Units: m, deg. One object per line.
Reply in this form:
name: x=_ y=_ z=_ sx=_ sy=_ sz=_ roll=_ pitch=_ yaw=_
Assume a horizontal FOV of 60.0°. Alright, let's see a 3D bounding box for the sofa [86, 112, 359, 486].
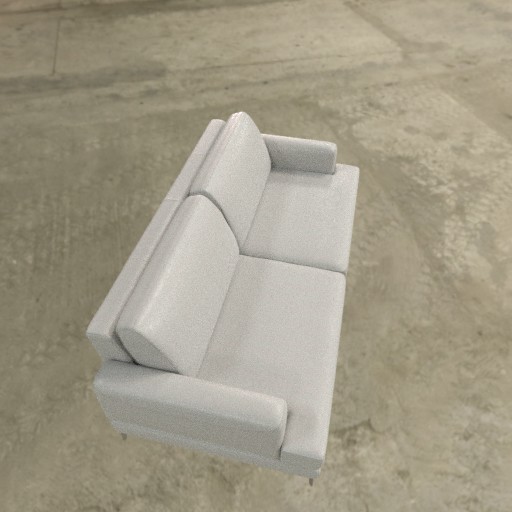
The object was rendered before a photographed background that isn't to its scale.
sofa: x=0.000 y=0.000 z=2.354 sx=0.974 sy=0.765 sz=1.940 roll=10 pitch=47 yaw=9
